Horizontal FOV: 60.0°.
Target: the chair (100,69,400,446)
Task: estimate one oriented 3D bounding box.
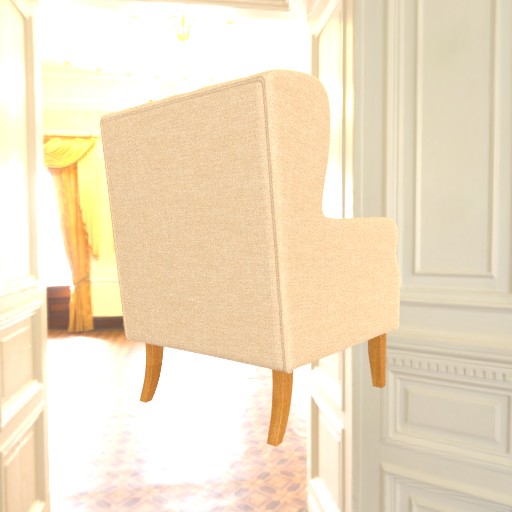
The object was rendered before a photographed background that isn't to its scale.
[{"bbox_3d":[0.000,0.000,1.465,0.710,0.930,0.760,2,3,36],"label":"chair"}]
